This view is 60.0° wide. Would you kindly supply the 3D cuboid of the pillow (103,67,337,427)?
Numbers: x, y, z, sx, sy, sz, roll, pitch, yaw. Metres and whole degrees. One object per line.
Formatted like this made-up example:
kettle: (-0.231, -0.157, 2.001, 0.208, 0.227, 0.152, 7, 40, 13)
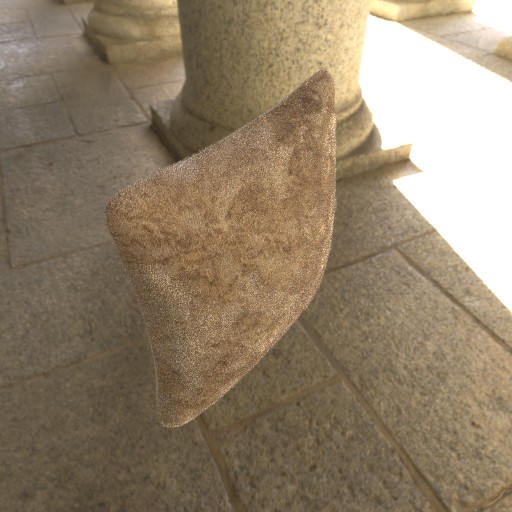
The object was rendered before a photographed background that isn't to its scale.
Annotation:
pillow: (0.000, 0.000, 0.808, 0.216, 0.525, 0.538, 25, 47, 25)
